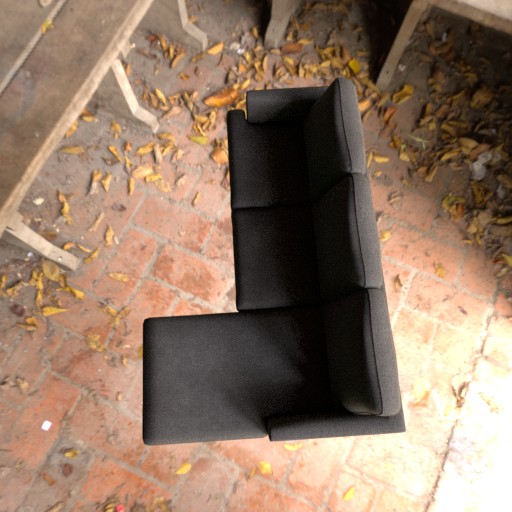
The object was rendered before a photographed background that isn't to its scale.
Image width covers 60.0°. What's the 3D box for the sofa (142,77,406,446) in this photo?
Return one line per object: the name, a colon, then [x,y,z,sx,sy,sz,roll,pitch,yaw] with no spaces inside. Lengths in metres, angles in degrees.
sofa: [0.000,0.000,2.904,1.504,0.956,2.233,-4,74,-1]
